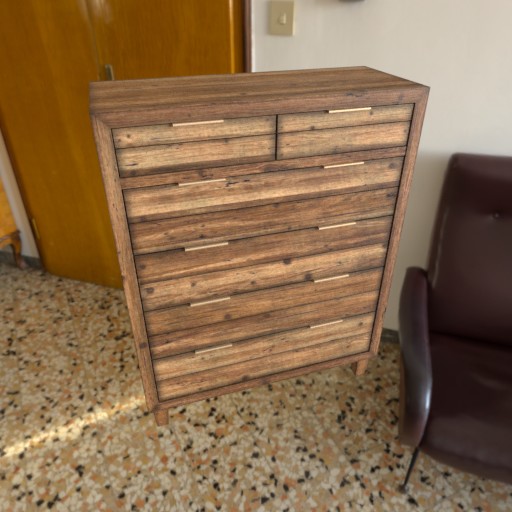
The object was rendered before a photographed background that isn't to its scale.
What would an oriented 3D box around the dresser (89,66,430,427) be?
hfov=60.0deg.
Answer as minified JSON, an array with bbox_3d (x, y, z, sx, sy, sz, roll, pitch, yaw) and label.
[{"bbox_3d":[0.000,0.000,1.848,1.067,1.359,0.438,-10,33,-15],"label":"dresser"}]
